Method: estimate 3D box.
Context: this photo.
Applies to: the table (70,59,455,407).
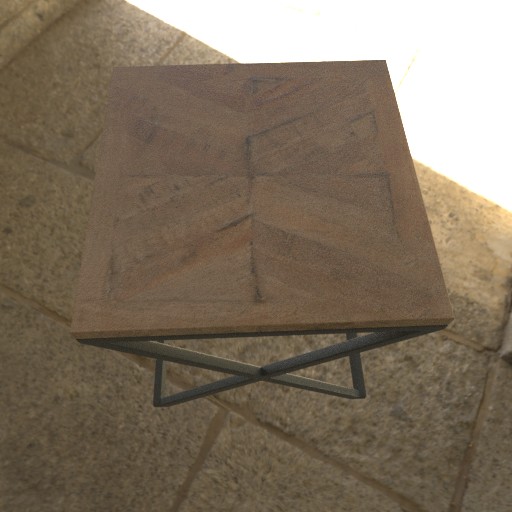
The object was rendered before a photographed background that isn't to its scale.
[{"bbox_3d":[0.000,0.000,0.923,0.498,0.550,0.499,-2,62,-1],"label":"table"}]
